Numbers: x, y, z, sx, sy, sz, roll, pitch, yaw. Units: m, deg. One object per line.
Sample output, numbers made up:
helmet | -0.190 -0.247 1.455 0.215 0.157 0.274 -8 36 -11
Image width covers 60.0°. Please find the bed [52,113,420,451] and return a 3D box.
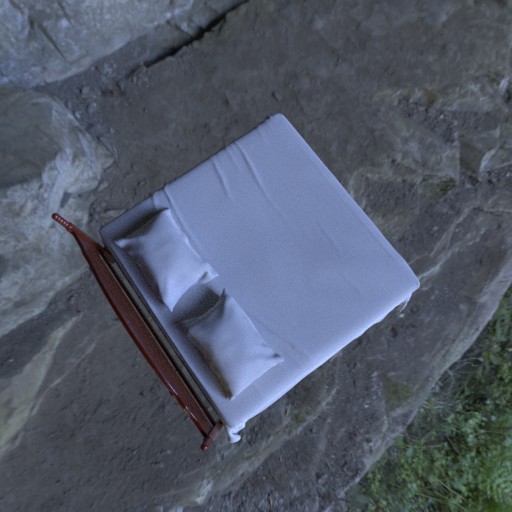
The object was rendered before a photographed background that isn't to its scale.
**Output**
bed | 0.000 0.000 3.718 2.219 1.355 2.322 -35 79 -8
